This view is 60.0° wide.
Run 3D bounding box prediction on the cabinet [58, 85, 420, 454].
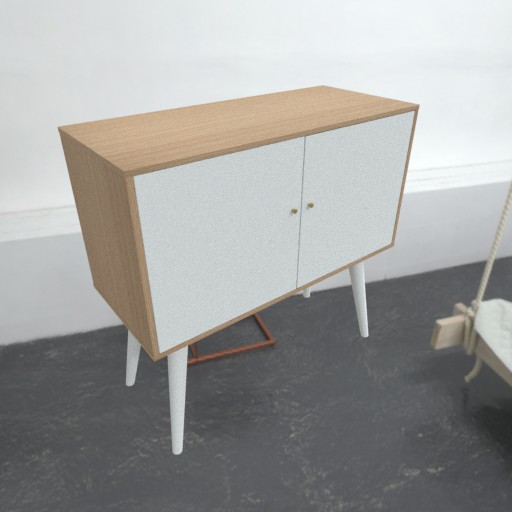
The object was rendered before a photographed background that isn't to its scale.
[{"bbox_3d":[0.000,0.000,1.632,1.057,1.016,0.470,-22,37,-32],"label":"cabinet"}]
